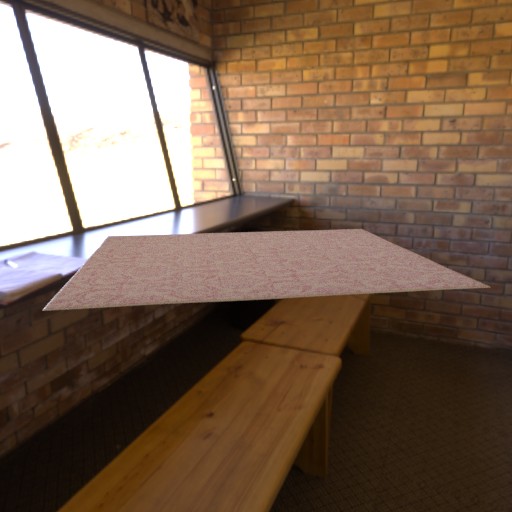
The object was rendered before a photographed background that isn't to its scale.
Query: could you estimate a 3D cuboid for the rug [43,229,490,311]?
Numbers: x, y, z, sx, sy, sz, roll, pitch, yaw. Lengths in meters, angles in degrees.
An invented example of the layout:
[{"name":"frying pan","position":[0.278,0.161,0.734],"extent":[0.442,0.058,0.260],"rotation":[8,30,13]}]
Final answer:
[{"name":"rug","position":[0.000,0.000,4.034],"extent":[2.980,0.012,2.363],"rotation":[-2,14,-9]}]
